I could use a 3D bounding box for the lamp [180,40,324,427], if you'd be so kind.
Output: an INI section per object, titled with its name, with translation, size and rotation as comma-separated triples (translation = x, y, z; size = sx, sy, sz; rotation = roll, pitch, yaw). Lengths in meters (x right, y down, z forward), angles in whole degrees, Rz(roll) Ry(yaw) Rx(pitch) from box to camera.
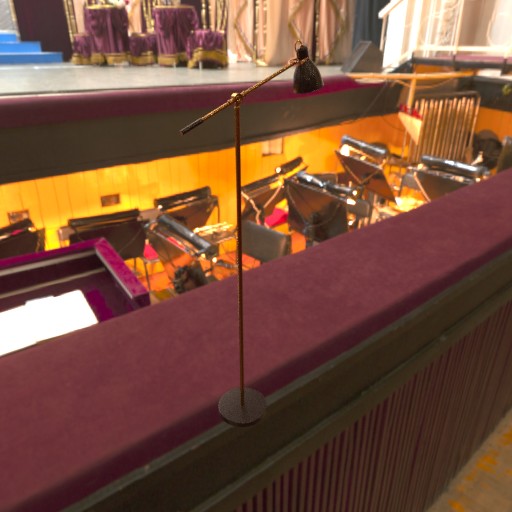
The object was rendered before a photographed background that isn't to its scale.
[lamp]
translation = 0.000, 0.000, 1.864
size = 0.618, 1.628, 0.235
rotation = -18, 32, -32
